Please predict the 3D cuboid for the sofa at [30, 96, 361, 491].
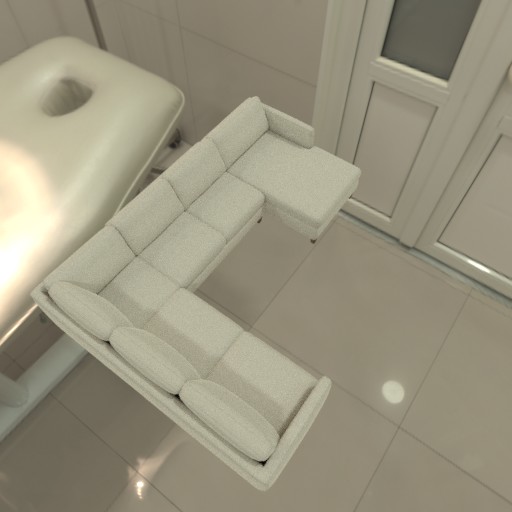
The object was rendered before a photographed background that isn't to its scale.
[{"bbox_3d":[0.000,0.000,4.325,2.551,0.853,3.238,31,63,18],"label":"sofa"}]
